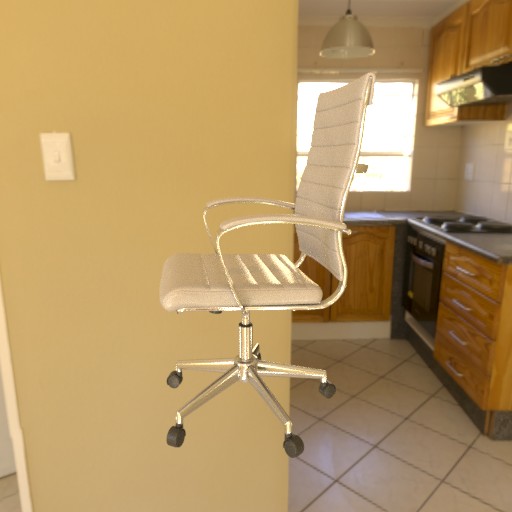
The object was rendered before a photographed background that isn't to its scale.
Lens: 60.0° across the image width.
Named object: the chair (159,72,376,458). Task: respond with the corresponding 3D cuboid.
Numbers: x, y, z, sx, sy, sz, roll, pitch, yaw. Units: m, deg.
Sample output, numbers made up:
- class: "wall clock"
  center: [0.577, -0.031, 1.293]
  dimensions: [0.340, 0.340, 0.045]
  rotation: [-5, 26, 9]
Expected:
- class: "chair"
  center: [0.000, 0.000, 1.548]
  dimensions: [0.667, 1.149, 0.679]
  rotation: [-2, 13, -10]
